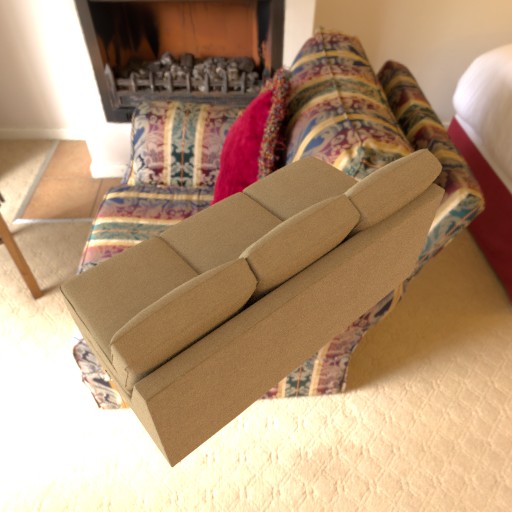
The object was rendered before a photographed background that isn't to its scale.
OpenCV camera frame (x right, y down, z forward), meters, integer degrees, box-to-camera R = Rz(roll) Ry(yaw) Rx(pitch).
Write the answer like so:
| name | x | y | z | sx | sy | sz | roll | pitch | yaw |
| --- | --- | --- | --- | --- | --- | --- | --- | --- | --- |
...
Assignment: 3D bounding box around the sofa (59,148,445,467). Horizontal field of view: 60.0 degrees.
| name | x | y | z | sx | sy | sz | roll | pitch | yaw |
| --- | --- | --- | --- | --- | --- | --- | --- | --- | --- |
| sofa | 0.000 | 0.000 | 2.715 | 2.092 | 1.036 | 1.127 | -32 | 54 | -27 |
